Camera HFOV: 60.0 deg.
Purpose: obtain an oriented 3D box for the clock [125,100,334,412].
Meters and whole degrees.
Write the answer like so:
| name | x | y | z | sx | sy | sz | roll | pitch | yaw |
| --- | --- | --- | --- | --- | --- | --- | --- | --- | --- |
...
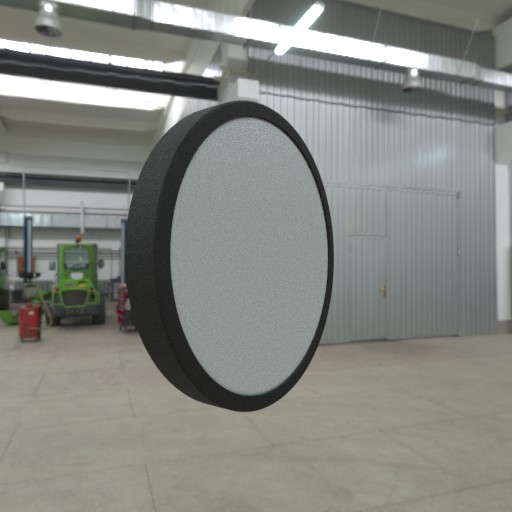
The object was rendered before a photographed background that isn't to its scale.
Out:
| name | x | y | z | sx | sy | sz | roll | pitch | yaw |
| --- | --- | --- | --- | --- | --- | --- | --- | --- | --- |
| clock | 0.000 | 0.000 | 0.442 | 0.040 | 0.293 | 0.293 | -1 | -1 | 35 |
